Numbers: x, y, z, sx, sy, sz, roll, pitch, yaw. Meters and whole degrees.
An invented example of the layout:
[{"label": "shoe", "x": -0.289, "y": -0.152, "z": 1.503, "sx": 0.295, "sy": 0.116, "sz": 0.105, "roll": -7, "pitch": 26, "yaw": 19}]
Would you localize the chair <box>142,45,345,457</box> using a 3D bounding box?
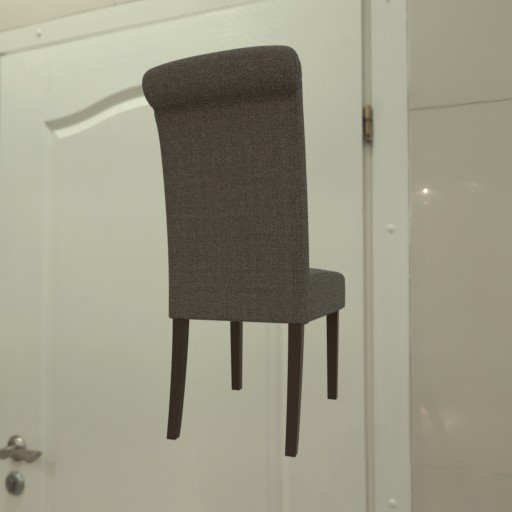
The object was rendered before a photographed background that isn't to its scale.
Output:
[{"label": "chair", "x": 0.000, "y": 0.000, "z": 1.375, "sx": 0.456, "sy": 1.006, "sz": 0.671, "roll": -1, "pitch": -2, "yaw": 19}]
